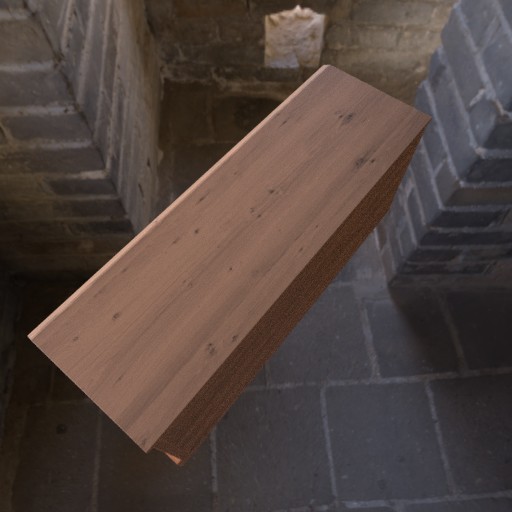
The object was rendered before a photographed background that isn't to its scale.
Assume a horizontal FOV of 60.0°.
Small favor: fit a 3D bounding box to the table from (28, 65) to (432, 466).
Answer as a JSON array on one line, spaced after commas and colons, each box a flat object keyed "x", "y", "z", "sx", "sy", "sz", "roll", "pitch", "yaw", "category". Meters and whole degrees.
[{"x": 0.000, "y": 0.000, "z": 1.406, "sx": 0.400, "sy": 0.510, "sz": 1.200, "roll": 36, "pitch": 67, "yaw": 17, "category": "table"}]
